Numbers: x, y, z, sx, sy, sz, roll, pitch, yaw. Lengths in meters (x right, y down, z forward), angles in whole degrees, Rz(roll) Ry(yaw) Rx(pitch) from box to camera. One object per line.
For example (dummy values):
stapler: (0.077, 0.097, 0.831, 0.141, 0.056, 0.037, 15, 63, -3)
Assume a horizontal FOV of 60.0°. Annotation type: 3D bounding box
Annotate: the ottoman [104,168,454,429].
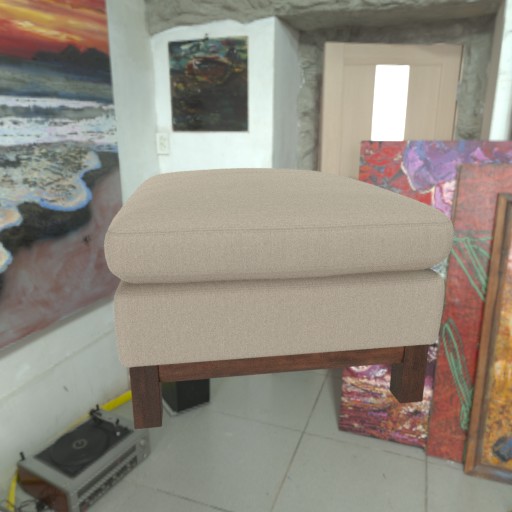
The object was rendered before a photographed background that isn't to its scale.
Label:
ottoman: (0.000, 0.000, 1.107, 0.606, 0.420, 0.771, -2, 16, -9)
